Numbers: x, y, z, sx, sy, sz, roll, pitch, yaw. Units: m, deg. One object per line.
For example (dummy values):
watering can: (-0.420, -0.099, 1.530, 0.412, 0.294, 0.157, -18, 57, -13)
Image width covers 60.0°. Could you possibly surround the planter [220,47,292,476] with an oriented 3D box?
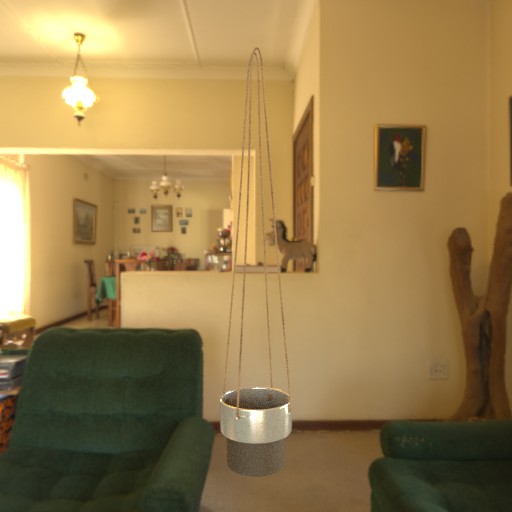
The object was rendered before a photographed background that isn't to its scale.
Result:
planter: (0.000, 0.000, 1.149, 0.187, 1.073, 0.187, 0, 0, -18)
